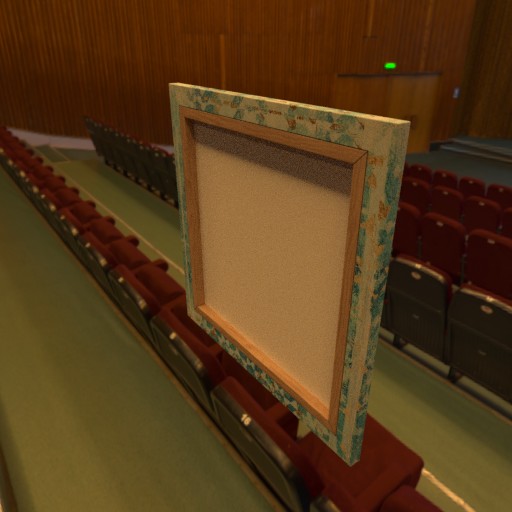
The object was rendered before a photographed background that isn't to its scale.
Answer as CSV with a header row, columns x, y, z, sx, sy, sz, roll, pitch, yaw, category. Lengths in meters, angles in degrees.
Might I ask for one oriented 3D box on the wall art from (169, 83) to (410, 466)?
x,y,z,sx,sy,sz,roll,pitch,yaw,category
0.000,0.000,1.348,0.040,0.916,0.916,-18,32,-32,wall art
